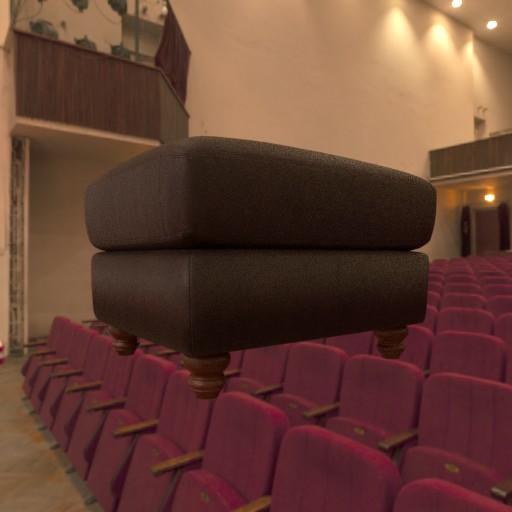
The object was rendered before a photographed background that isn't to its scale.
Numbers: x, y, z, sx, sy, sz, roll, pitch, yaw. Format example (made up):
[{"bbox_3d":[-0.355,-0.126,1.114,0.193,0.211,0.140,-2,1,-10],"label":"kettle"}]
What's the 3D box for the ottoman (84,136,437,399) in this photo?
[{"bbox_3d":[0.000,0.000,1.264,0.806,0.569,0.670,0,0,-36],"label":"ottoman"}]
